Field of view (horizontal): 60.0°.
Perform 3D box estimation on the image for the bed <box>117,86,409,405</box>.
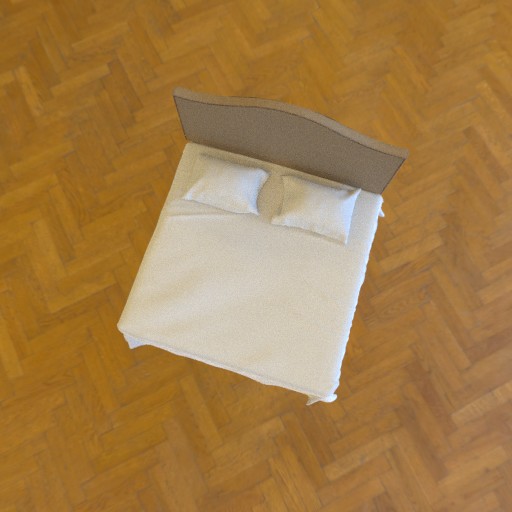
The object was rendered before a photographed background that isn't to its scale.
[{"bbox_3d":[0.000,0.000,3.937,2.311,1.651,2.222,17,76,4],"label":"bed"}]
